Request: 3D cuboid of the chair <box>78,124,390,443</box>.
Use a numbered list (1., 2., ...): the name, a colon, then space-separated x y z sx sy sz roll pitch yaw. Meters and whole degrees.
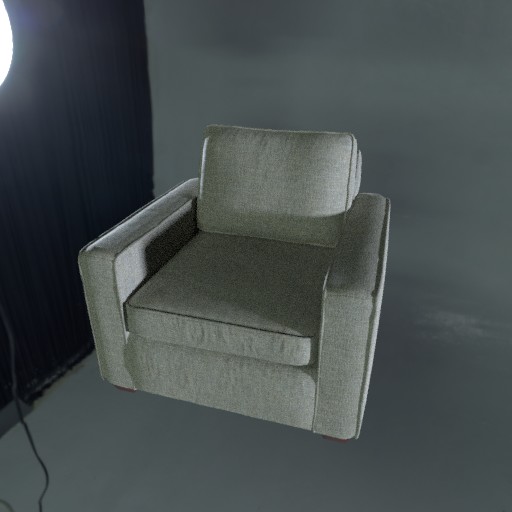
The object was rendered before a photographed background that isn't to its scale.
1. chair: 0.000 0.000 1.801 1.016 0.914 0.940 8 28 15
